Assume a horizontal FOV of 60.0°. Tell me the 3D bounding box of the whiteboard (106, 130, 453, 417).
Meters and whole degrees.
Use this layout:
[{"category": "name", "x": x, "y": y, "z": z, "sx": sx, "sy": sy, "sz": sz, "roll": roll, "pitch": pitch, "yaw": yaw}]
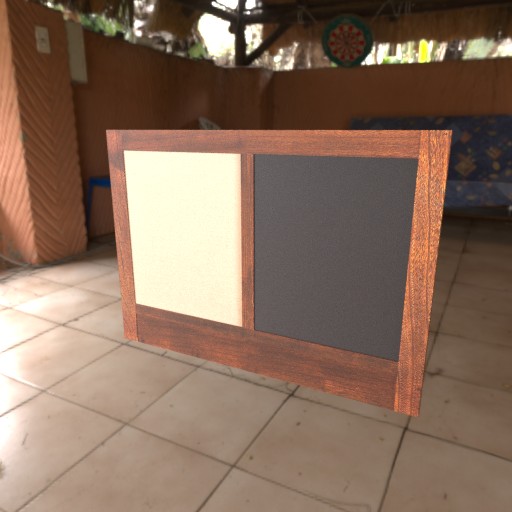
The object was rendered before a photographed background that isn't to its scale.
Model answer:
[{"category": "whiteboard", "x": 0.000, "y": 0.000, "z": 1.012, "sx": 0.768, "sy": 0.553, "sz": 0.083, "roll": 8, "pitch": 18, "yaw": 26}]
